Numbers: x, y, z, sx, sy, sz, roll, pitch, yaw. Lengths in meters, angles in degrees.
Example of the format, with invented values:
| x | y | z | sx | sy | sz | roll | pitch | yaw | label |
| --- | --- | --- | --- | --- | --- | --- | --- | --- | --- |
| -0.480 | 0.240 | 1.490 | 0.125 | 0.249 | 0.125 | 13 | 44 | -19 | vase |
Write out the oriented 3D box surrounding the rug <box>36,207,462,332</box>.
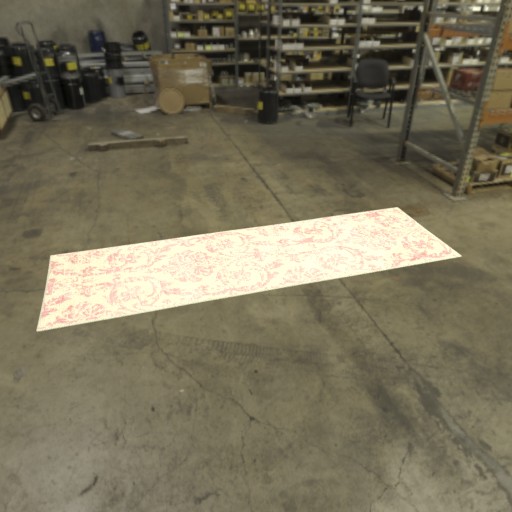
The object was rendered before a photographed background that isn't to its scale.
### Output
| x | y | z | sx | sy | sz | roll | pitch | yaw | label |
| --- | --- | --- | --- | --- | --- | --- | --- | --- | --- |
| 0.000 | 0.000 | 2.466 | 2.196 | 0.011 | 0.662 | -9 | 33 | -14 | rug |
